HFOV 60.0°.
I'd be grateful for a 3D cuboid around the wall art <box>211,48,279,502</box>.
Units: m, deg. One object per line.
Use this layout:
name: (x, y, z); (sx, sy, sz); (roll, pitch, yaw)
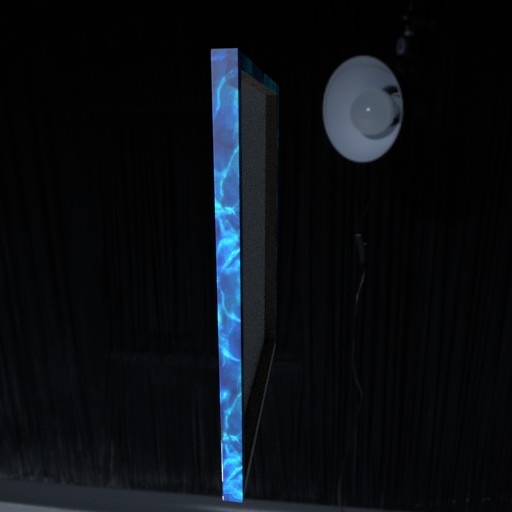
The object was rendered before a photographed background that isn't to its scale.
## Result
wall art: (0.000, 0.000, 0.993); (0.038, 0.760, 0.609); (2, 17, 8)
